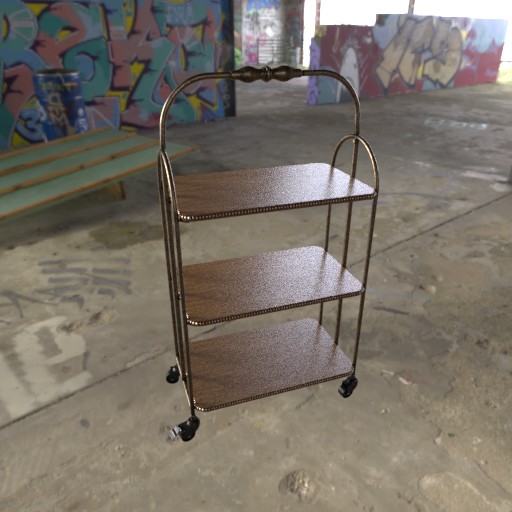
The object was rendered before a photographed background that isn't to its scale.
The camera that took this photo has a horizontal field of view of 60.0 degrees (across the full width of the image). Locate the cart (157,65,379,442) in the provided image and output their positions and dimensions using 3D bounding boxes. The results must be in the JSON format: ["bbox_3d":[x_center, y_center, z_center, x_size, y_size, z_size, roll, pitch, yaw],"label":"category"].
[{"bbox_3d":[0.000,0.000,1.331,0.650,1.052,0.330,-9,28,-17],"label":"cart"}]
